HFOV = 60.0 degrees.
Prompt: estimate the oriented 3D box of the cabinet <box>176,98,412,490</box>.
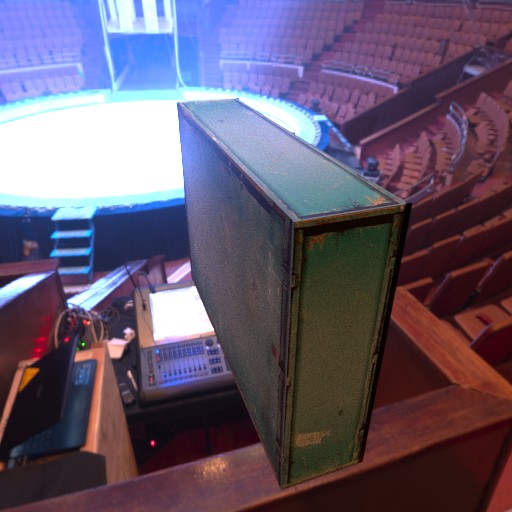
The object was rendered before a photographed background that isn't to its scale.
[{"bbox_3d":[0.000,0.000,3.991,0.680,2.160,3.001,-10,32,-17],"label":"cabinet"}]
